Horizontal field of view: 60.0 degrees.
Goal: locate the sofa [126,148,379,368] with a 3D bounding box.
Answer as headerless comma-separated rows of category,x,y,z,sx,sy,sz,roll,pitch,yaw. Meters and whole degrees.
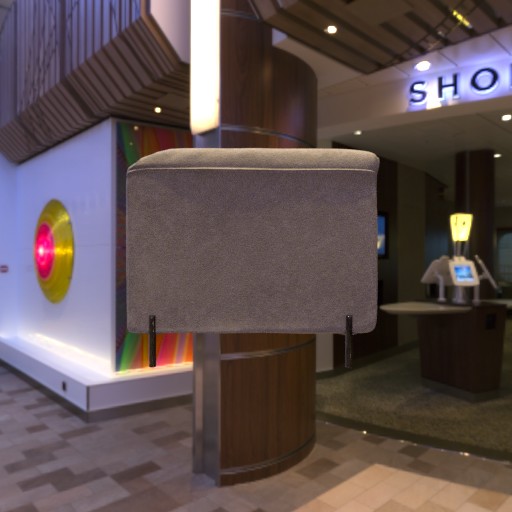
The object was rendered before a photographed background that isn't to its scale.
sofa,0.000,0.000,2.602,0.899,0.758,2.238,0,0,1
